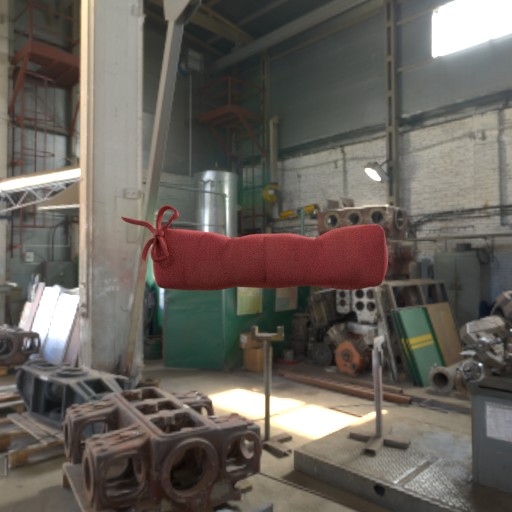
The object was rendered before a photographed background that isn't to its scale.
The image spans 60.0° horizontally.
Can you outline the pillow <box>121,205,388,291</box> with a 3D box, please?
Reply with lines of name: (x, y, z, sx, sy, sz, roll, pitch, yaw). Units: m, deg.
pillow: (0.000, 0.000, 1.379, 0.511, 0.174, 1.194, 0, -1, 0)
